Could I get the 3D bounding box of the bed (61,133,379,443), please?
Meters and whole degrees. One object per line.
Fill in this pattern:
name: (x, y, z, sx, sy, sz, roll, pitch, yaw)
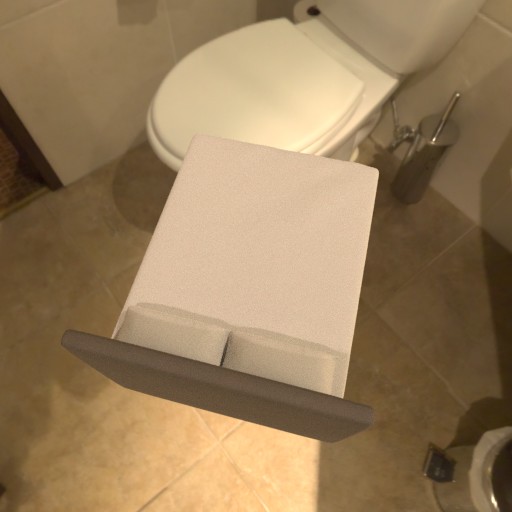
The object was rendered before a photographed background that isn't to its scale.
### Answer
bed: (0.000, 0.000, 3.234, 1.723, 1.330, 2.142, 13, 64, 6)
